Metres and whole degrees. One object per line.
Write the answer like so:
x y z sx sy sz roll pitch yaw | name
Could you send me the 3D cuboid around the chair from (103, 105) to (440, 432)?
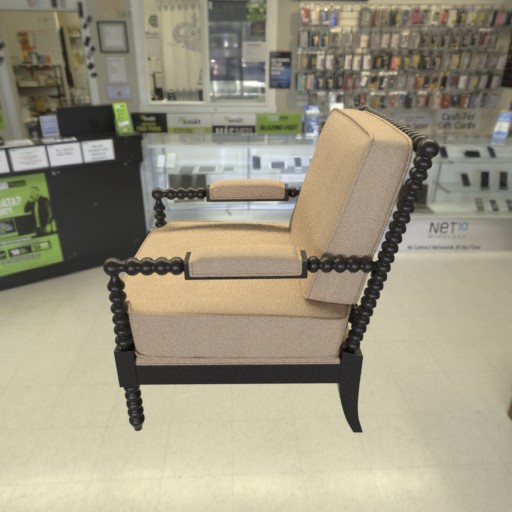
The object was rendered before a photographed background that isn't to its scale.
0.000 0.000 1.159 0.657 0.703 0.555 0 26 -1 | chair
